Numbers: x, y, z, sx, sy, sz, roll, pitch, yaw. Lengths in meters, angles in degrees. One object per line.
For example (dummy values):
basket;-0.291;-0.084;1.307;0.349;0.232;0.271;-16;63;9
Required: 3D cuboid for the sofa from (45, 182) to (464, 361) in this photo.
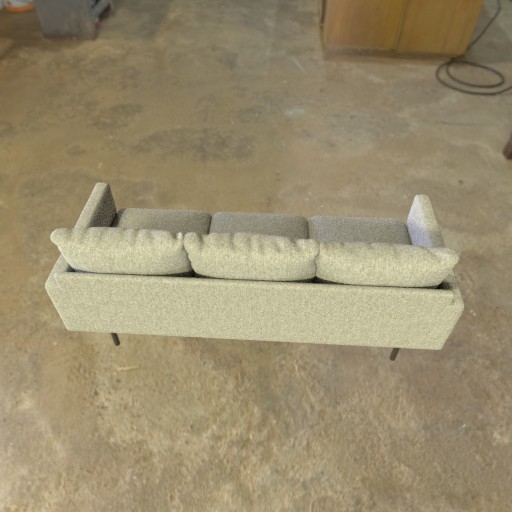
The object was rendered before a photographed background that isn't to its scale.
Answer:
sofa;0.000;0.000;2.491;2.000;0.830;0.850;3;46;2
